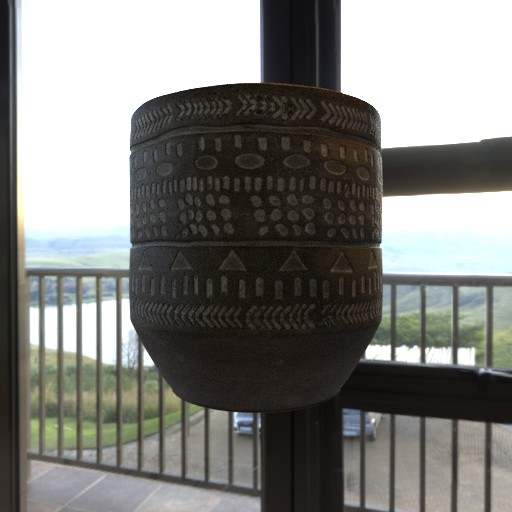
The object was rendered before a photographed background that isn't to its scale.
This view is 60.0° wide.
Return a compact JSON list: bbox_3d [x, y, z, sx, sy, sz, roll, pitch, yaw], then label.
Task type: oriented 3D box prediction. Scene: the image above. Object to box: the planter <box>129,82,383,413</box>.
[{"bbox_3d":[0.000,0.000,0.258,0.142,0.149,0.142,0,0,0],"label":"planter"}]
